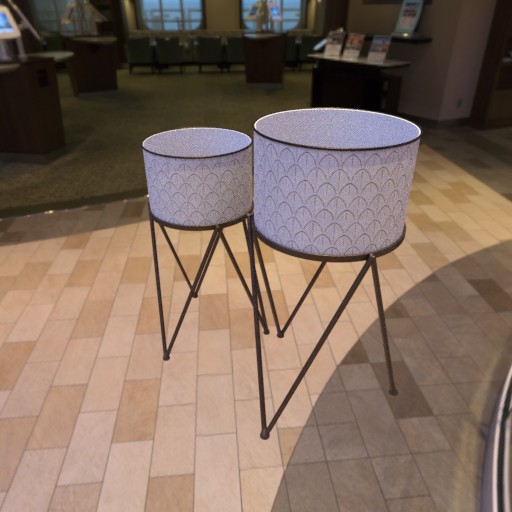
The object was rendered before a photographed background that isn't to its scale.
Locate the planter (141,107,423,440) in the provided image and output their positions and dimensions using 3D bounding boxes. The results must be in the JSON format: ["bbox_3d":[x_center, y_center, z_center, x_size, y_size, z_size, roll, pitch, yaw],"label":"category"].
[{"bbox_3d":[0.000,0.000,1.141,0.769,0.712,0.413,22,36,33],"label":"planter"}]
